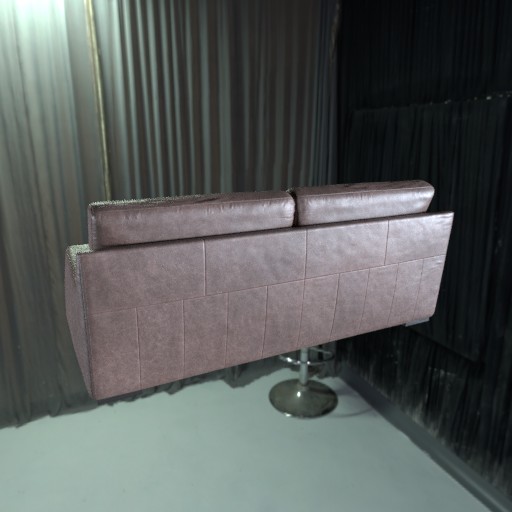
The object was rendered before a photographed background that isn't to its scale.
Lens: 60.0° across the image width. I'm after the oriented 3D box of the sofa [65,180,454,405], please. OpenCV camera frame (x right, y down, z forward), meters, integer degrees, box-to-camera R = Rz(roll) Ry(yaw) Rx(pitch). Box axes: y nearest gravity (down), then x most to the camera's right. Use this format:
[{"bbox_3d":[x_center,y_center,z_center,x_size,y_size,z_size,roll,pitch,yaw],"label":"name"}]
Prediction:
[{"bbox_3d":[0.000,0.000,2.814,2.261,0.941,1.143,-8,17,-26],"label":"sofa"}]
